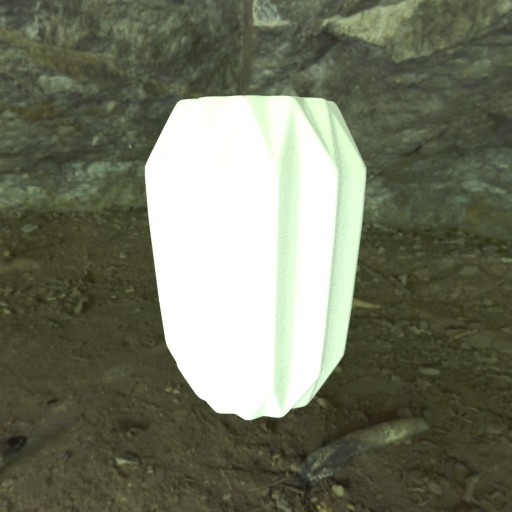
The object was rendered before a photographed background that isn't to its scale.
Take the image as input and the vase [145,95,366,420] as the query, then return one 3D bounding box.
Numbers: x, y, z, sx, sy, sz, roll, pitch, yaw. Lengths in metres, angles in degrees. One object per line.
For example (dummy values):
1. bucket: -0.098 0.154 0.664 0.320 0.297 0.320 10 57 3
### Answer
1. vase: 0.000 0.000 0.417 0.195 0.275 0.195 0 15 0
